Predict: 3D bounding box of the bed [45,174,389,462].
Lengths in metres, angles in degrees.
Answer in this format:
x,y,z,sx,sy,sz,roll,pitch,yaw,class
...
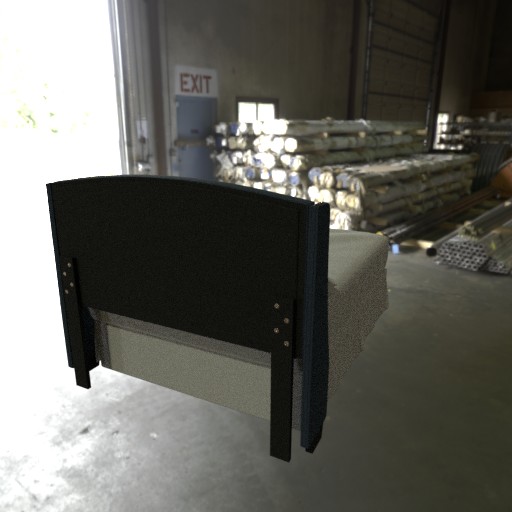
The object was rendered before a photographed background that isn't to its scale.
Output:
x,y,z,sx,sy,sz,roll,pitch,yaw,class
0.000,0.000,3.356,1.710,1.407,2.237,8,19,26,bed
